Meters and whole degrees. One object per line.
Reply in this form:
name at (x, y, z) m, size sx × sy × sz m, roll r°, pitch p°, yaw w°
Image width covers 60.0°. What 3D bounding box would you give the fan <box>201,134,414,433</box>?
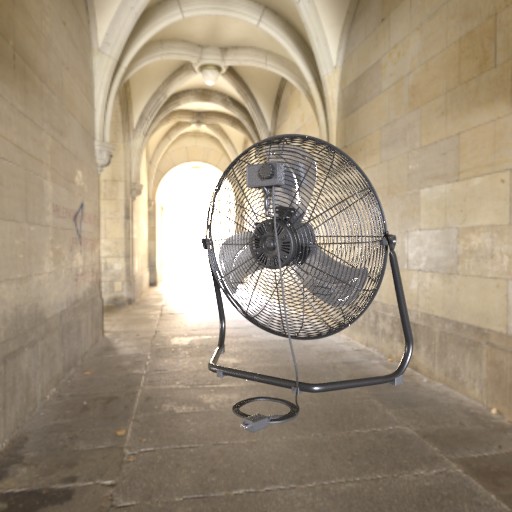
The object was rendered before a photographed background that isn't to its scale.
fan at (0.000, 0.000, 1.034) m, size 0.595 × 0.605 × 0.470 m, roll 1°, pitch 1°, yaw 35°
